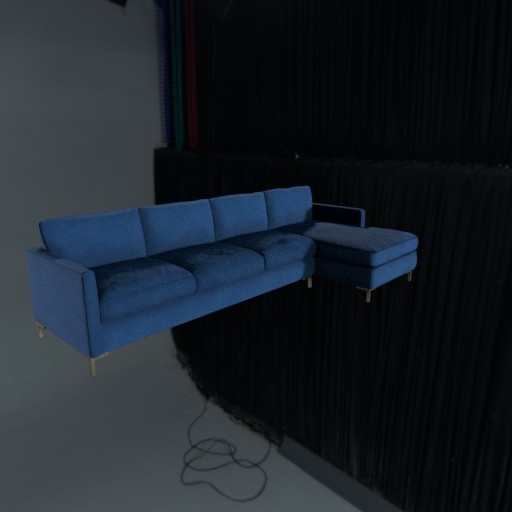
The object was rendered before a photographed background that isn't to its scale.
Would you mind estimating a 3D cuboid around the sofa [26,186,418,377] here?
[{"bbox_3d":[0.000,0.000,3.435,1.350,0.810,2.932,14,21,42],"label":"sofa"}]
